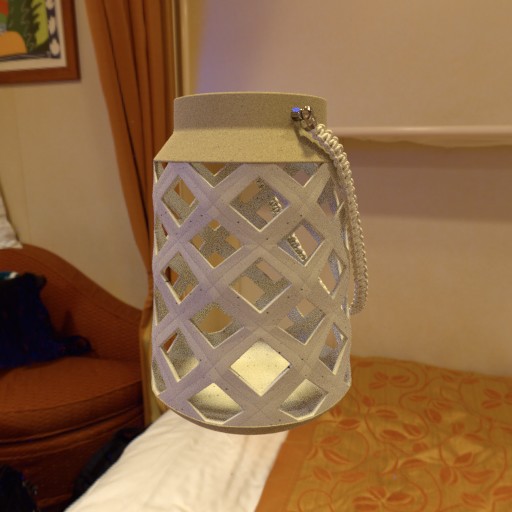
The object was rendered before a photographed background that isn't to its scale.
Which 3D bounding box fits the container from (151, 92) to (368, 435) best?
[{"bbox_3d":[0.000,0.000,0.399,0.198,0.264,0.188,-7,15,-27],"label":"container"}]
